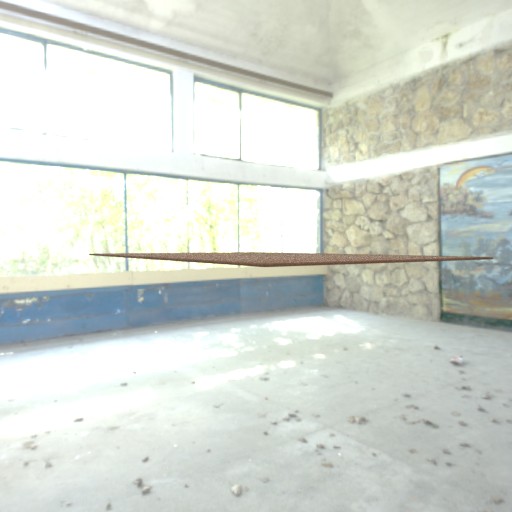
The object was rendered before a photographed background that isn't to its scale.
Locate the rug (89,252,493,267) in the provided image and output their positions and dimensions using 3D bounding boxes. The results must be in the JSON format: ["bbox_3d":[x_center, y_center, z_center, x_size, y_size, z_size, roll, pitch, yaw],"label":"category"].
[{"bbox_3d":[0.000,0.000,2.303,1.219,0.010,1.829,-1,2,-35],"label":"rug"}]
